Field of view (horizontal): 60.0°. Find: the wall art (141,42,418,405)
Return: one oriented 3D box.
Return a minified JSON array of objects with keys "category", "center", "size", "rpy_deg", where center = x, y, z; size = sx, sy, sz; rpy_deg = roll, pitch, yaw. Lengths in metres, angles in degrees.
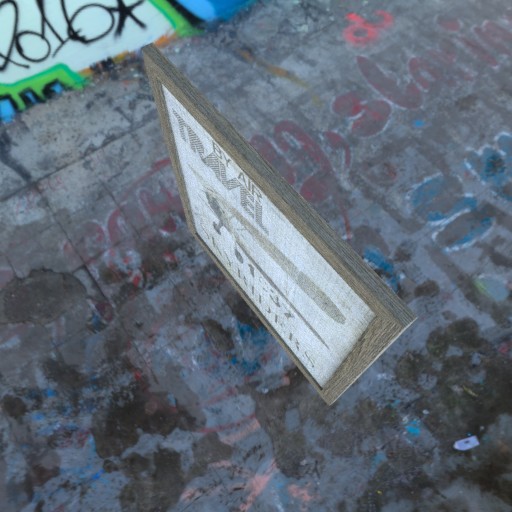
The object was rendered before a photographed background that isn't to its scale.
[{"category":"wall art","center":[0.000,0.000,0.755],"size":[0.019,0.508,0.508],"rpy_deg":[-34,68,-16]}]
